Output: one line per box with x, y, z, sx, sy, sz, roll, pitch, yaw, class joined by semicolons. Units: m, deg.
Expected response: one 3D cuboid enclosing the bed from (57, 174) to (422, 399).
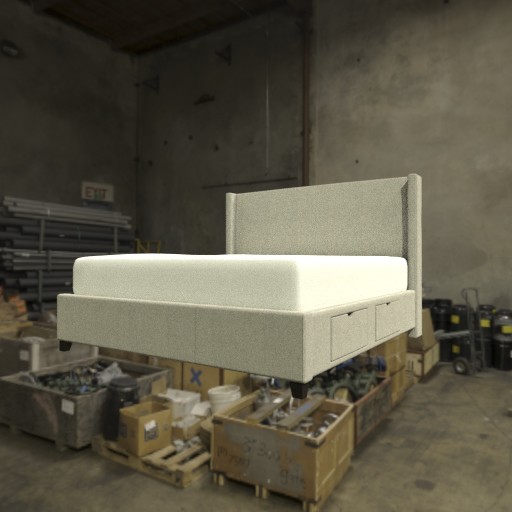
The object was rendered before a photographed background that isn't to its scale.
0.000;0.000;3.724;2.140;1.470;2.280;0;0;34;bed
